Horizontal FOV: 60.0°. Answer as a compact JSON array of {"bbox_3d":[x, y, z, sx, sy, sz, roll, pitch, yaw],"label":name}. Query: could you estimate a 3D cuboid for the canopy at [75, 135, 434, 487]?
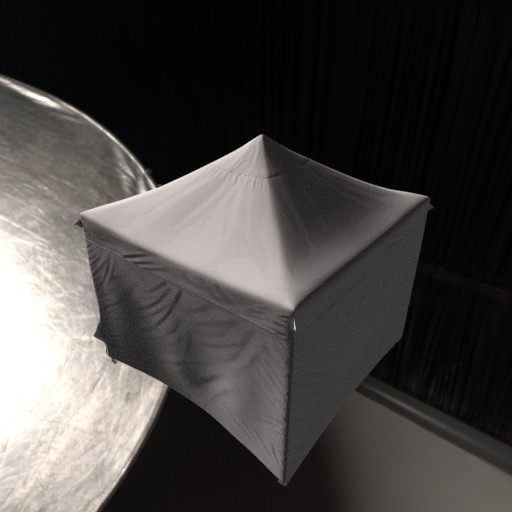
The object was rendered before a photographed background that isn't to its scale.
[{"bbox_3d":[0.000,0.000,5.486,3.121,2.997,3.043,22,36,33],"label":"canopy"}]
